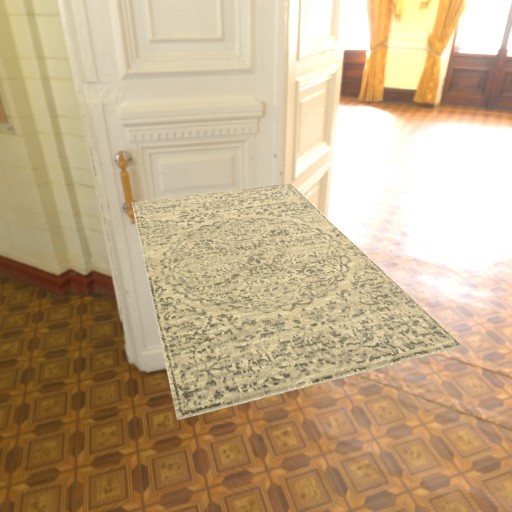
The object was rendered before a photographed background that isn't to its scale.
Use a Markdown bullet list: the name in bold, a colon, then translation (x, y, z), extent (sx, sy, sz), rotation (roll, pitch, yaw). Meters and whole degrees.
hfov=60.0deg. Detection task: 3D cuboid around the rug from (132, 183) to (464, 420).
- **rug**: translation (0.000, 0.000, 3.149), extent (1.527, 0.021, 2.447), rotation (-9, 32, -15)
